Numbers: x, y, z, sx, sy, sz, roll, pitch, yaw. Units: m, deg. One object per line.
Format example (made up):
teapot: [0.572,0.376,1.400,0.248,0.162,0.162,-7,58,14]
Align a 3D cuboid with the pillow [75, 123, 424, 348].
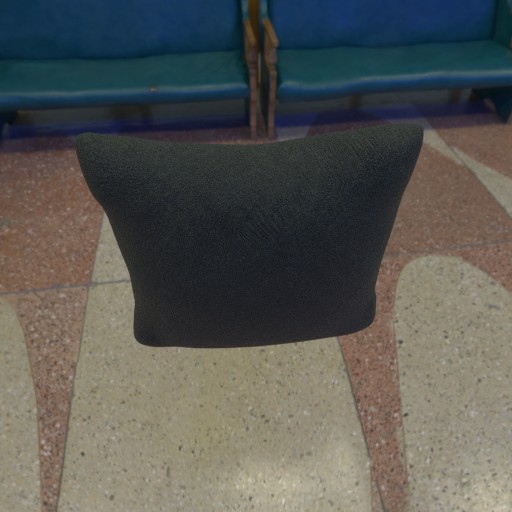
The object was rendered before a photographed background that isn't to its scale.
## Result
pillow: [0.000,0.000,0.823,0.533,0.523,0.210,-4,45,-4]
